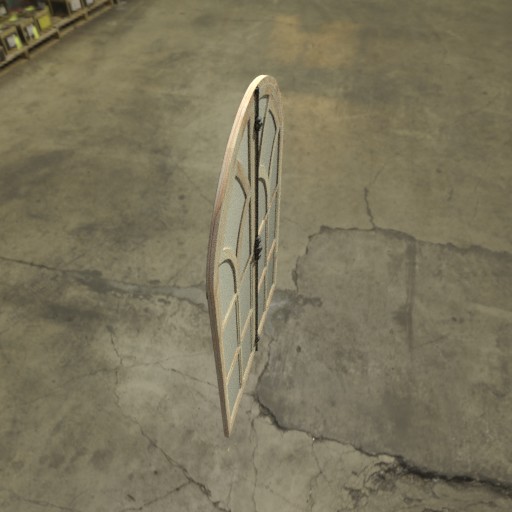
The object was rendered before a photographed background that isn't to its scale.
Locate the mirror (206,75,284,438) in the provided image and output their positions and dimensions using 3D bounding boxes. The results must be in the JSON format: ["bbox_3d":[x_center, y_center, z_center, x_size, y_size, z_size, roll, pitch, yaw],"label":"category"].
[{"bbox_3d":[0.000,0.000,1.167,0.032,0.915,0.609,11,47,10],"label":"mirror"}]
